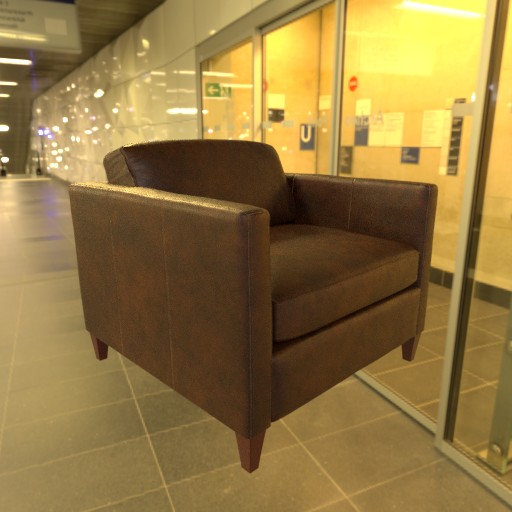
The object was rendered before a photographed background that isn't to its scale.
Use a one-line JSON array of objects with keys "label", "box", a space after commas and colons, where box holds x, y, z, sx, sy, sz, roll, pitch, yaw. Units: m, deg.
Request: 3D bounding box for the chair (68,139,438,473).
[{"label": "chair", "box": [0.000, 0.000, 1.685, 0.990, 0.864, 0.975, -14, 20, -43]}]
